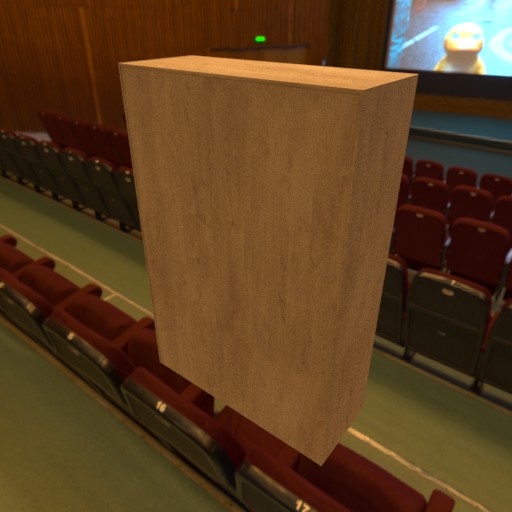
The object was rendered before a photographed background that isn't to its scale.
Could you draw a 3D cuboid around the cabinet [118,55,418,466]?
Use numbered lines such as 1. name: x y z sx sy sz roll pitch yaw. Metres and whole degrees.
1. cabinet: 0.000 0.000 2.430 1.290 1.910 0.510 21 36 33
